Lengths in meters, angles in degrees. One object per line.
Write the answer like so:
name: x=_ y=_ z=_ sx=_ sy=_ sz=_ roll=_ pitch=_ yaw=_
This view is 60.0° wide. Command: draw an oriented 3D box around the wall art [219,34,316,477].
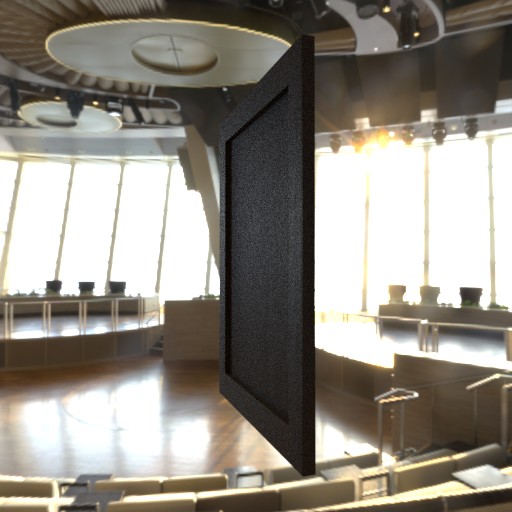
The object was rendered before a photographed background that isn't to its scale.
wall art: x=0.000 y=0.000 z=0.684 sx=0.017 sy=0.513 sz=0.359 roll=0 pitch=-1 yaw=-20
